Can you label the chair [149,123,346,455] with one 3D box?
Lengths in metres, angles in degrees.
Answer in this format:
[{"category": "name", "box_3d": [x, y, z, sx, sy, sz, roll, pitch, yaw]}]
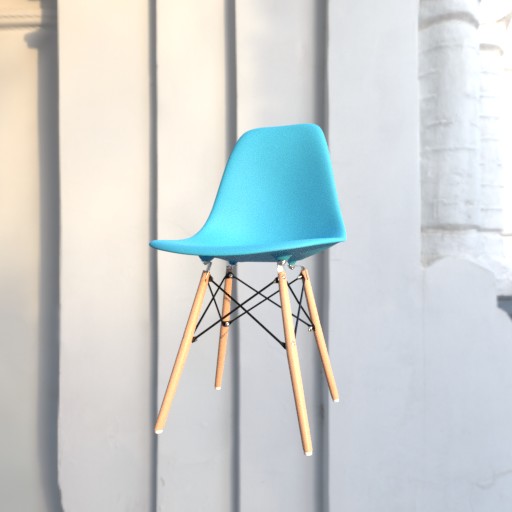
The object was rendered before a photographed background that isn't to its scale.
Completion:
[{"category": "chair", "box_3d": [0.000, 0.000, 1.160, 0.470, 0.826, 0.531, 0, 0, 19]}]
